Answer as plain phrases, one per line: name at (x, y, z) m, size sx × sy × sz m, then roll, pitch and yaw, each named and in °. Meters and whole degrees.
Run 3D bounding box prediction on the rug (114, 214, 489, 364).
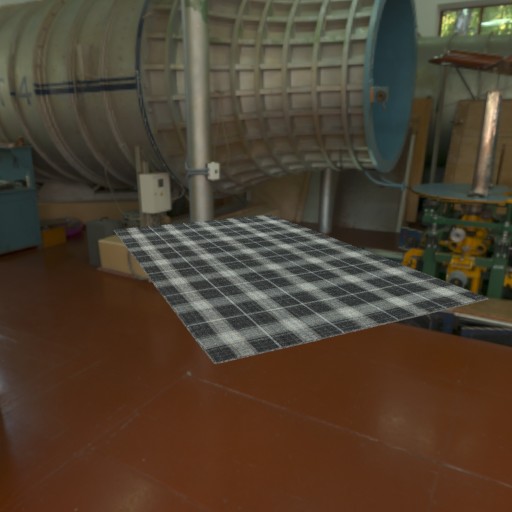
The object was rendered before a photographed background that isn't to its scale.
rug at (0.000, 0.000, 3.031) m, size 1.520 × 0.015 × 2.434 m, roll -8°, pitch 18°, yaw -24°
